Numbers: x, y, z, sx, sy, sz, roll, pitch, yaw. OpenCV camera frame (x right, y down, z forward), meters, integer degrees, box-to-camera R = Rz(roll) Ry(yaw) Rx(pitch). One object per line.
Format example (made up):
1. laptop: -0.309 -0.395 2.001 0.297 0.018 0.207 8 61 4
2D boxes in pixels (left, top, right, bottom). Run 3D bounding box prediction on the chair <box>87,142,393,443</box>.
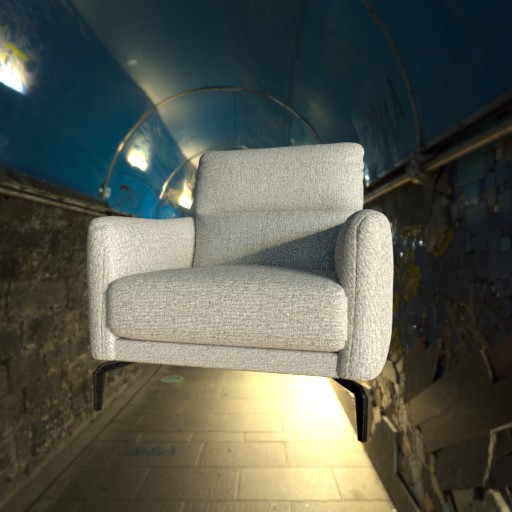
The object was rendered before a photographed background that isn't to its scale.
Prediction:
1. chair: 0.000 0.000 1.644 0.972 0.967 0.835 0 0 16
